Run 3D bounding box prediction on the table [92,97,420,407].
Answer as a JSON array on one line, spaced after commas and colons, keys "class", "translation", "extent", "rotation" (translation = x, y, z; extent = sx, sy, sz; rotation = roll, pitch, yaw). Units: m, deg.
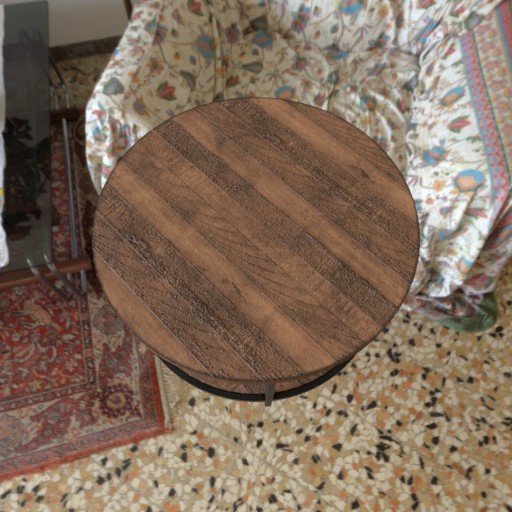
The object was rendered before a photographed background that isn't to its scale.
[{"class": "table", "translation": [0.000, 0.000, 1.351], "extent": [0.837, 0.462, 0.837], "rotation": [0, 64, 0]}]
